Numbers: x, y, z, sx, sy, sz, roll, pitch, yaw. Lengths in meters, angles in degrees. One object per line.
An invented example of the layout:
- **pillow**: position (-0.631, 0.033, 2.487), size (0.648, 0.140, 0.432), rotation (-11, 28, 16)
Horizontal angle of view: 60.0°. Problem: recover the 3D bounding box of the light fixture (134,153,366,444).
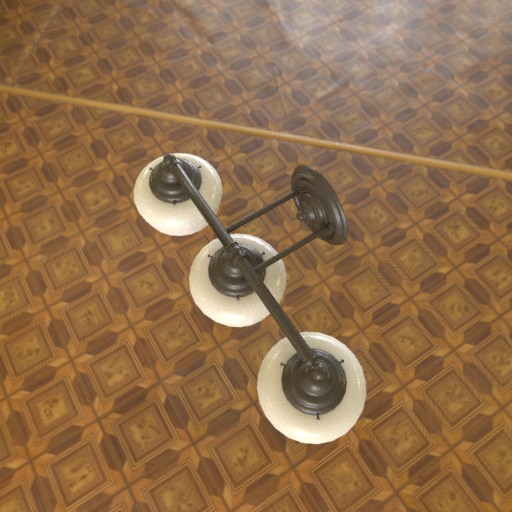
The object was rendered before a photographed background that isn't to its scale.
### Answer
- **light fixture**: position (0.000, 0.000, 0.721), size (0.239, 0.242, 0.587), rotation (-30, 67, -14)
